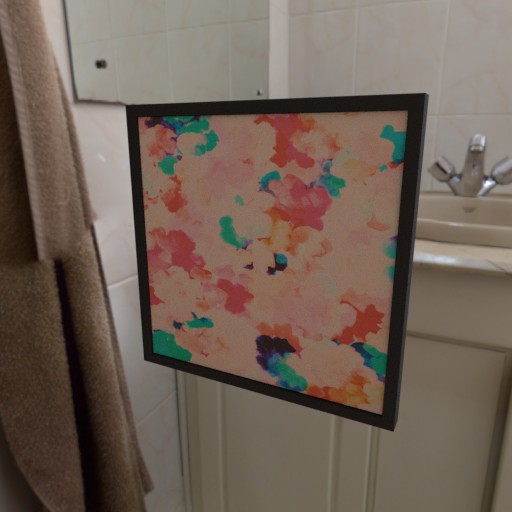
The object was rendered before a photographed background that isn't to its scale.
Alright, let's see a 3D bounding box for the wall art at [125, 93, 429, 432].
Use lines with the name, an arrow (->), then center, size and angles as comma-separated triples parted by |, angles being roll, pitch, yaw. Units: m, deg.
wall art -> 0.000, 0.000, 0.759 | 0.506, 0.503, 0.036 | 8, 17, 26
